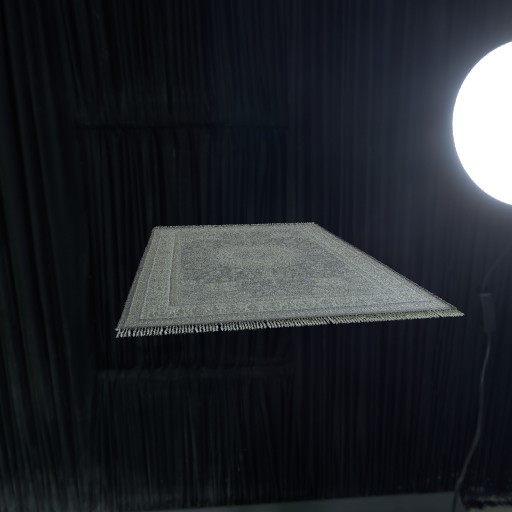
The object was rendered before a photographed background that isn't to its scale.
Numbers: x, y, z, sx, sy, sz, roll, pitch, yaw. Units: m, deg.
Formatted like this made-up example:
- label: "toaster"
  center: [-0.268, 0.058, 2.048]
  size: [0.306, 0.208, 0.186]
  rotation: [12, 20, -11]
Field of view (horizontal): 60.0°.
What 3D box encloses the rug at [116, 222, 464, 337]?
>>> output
- label: "rug"
  center: [0.000, 0.000, 3.027]
  size: [1.528, 0.010, 2.440]
  rotation: [-2, 14, -9]
